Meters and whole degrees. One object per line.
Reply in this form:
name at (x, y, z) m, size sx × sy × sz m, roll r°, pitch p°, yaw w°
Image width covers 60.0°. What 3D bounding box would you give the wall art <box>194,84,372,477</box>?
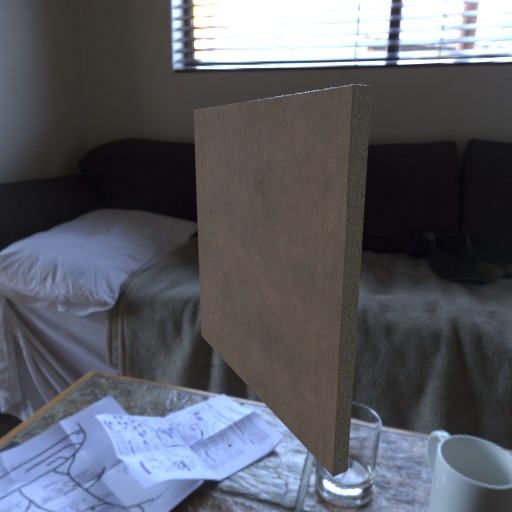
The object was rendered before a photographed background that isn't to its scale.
wall art at (0.000, 0.000, 0.687) m, size 0.023 × 0.453 × 0.455 m, roll -8°, pitch 17°, yaw -26°
